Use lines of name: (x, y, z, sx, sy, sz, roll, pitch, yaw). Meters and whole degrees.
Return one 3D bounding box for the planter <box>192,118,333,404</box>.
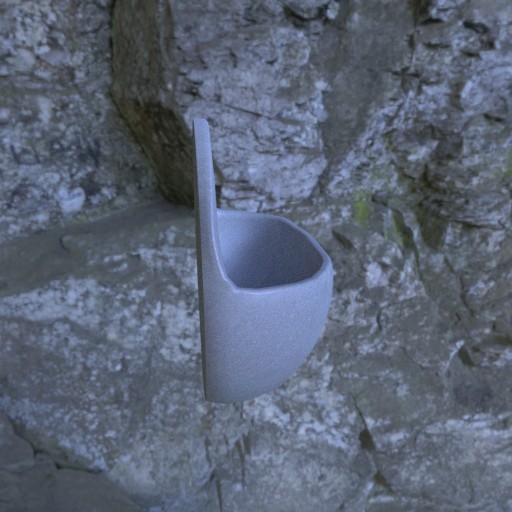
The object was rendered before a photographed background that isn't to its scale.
planter: (0.000, 0.000, 0.277, 0.073, 0.164, 0.190, -3, 17, -8)
